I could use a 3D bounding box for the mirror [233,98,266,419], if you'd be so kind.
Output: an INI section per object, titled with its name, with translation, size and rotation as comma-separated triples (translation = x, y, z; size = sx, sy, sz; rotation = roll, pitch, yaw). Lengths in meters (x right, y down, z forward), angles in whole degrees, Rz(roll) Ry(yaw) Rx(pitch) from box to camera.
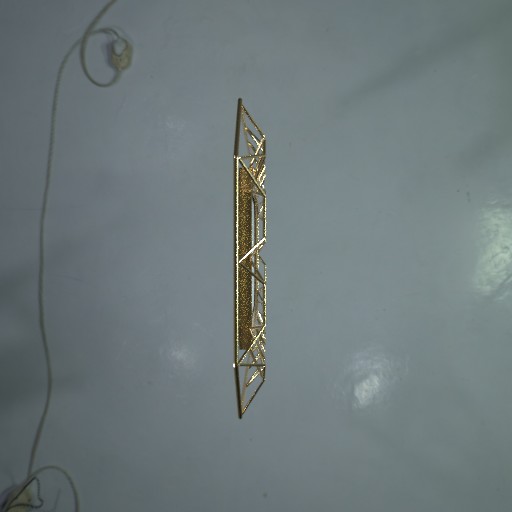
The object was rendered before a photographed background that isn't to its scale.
[mirror]
translation = 0.000, 0.000, 1.107
size = 0.051, 0.870, 0.572
rotation = 0, 91, 1
